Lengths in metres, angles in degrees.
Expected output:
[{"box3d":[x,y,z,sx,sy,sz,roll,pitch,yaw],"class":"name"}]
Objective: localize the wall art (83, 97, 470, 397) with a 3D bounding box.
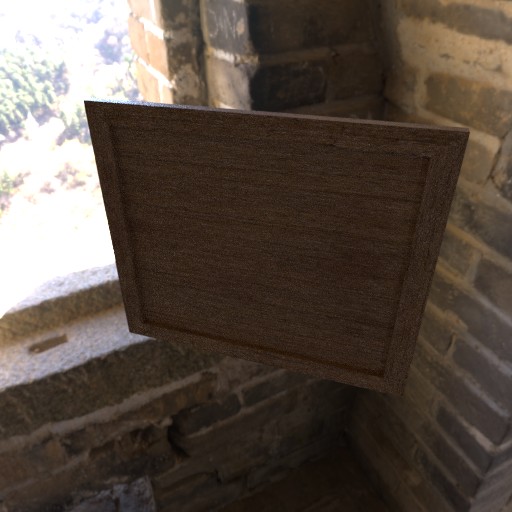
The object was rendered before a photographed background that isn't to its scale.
[{"box3d":[0.000,0.000,0.927,0.690,0.588,0.026,10,33,15],"class":"wall art"}]
